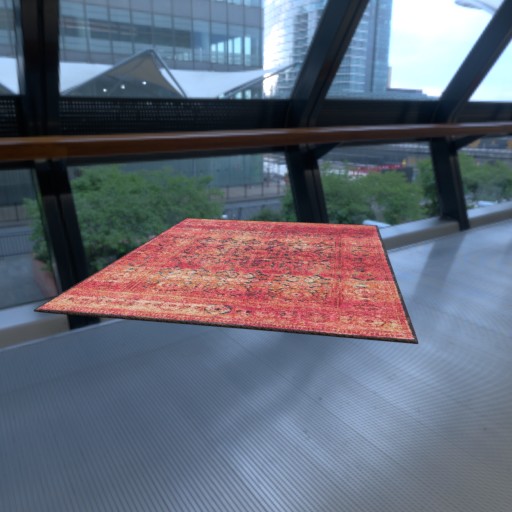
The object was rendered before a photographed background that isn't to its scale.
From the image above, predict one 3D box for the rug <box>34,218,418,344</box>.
[{"bbox_3d":[0.000,0.000,4.108,2.411,0.020,3.032,3,17,10],"label":"rug"}]
